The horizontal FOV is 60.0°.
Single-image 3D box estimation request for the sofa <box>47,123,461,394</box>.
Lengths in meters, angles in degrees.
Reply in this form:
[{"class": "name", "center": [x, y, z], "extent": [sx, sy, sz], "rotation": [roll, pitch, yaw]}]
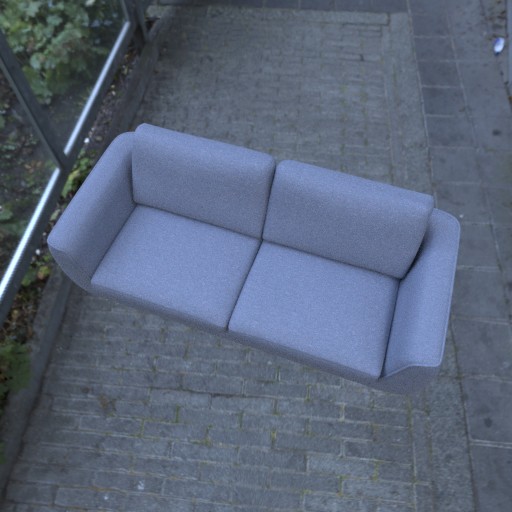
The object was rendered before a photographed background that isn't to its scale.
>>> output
[{"class": "sofa", "center": [0.000, 0.000, 2.476], "extent": [2.000, 0.870, 0.920], "rotation": [16, 60, 10]}]
